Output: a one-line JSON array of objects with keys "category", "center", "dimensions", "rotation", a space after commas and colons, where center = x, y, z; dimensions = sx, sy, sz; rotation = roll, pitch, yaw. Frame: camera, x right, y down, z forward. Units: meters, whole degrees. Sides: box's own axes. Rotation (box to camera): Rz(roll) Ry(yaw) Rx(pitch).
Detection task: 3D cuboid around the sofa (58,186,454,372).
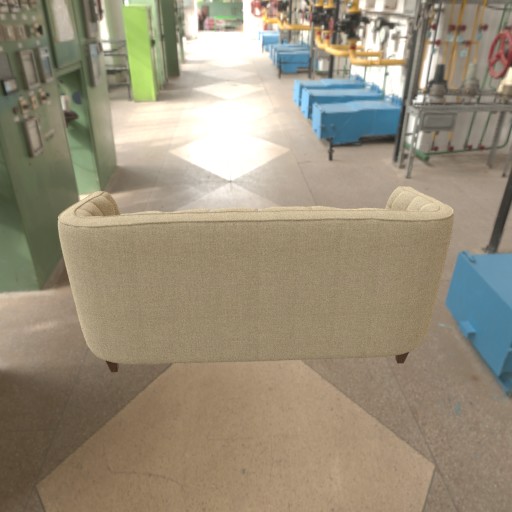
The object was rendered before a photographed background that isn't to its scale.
[{"category": "sofa", "center": [0.000, 0.000, 2.301], "dimensions": [1.733, 0.855, 0.941], "rotation": [-1, 30, -2]}]
